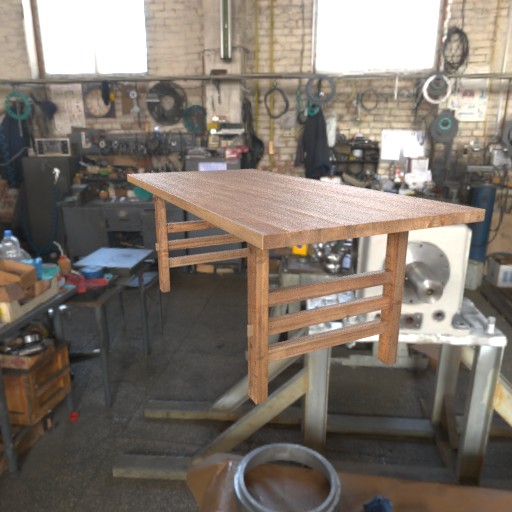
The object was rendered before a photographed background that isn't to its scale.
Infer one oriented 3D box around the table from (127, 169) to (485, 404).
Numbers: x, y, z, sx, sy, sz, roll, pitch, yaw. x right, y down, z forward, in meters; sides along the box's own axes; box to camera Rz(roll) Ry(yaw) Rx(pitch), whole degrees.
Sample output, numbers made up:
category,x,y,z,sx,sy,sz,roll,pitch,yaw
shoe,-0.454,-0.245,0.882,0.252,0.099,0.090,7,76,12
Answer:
category,x,y,z,sx,sy,sz,roll,pitch,yaw
table,0.000,0.000,2.444,0.952,0.760,2.003,-8,18,-25
